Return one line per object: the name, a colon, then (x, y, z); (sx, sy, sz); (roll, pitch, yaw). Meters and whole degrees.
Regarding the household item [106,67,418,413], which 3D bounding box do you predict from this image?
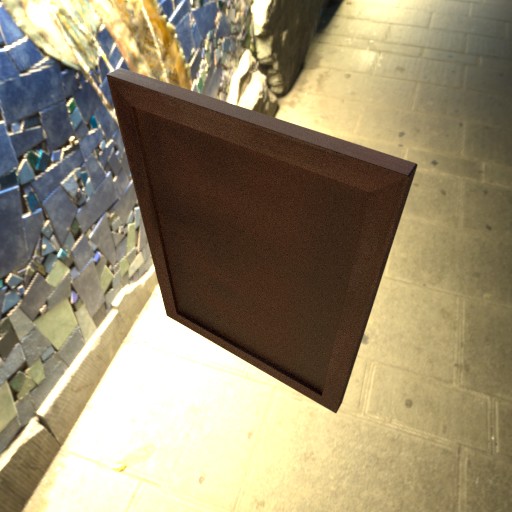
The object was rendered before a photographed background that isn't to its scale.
household item: (0.000, 0.000, 0.548); (0.310, 0.407, 0.067); (25, 52, 22)
